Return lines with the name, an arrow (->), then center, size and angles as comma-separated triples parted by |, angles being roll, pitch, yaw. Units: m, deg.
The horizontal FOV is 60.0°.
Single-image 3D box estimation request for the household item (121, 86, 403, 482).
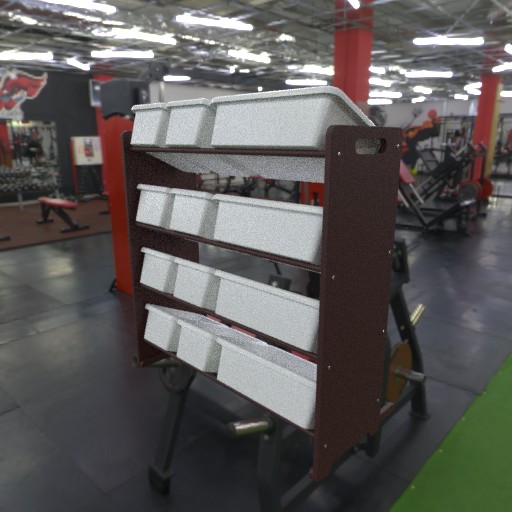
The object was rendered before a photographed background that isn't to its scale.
household item -> 0.000, 0.000, 1.308 | 0.787, 0.864, 0.389 | 14, 20, 43
